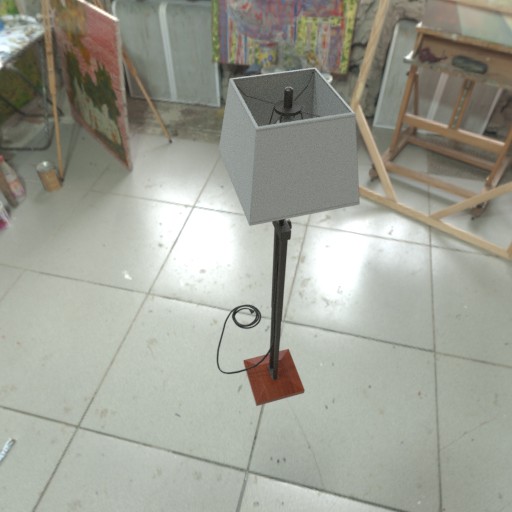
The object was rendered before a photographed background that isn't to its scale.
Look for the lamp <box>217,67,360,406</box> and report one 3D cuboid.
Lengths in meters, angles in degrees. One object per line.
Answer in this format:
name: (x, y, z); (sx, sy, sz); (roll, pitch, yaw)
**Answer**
lamp: (0.000, 0.000, 1.997); (0.472, 1.712, 0.745); (-12, 48, -11)
